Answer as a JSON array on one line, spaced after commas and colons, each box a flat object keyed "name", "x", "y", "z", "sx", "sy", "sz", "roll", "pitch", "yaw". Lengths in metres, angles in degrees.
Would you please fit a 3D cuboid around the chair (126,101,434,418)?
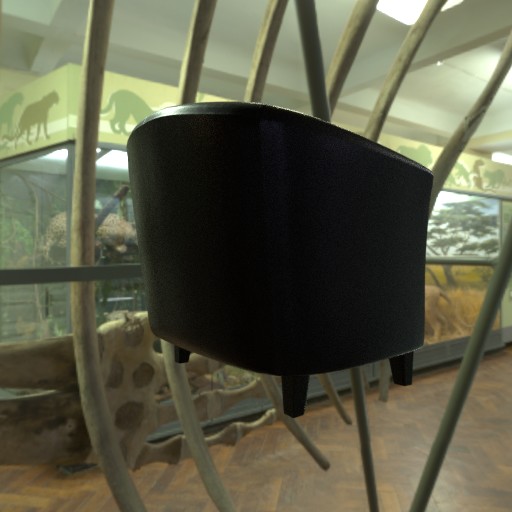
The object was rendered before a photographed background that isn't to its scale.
[{"name": "chair", "x": 0.000, "y": 0.000, "z": 1.374, "sx": 0.727, "sy": 0.756, "sz": 0.793, "roll": -1, "pitch": 1, "yaw": -35}]
